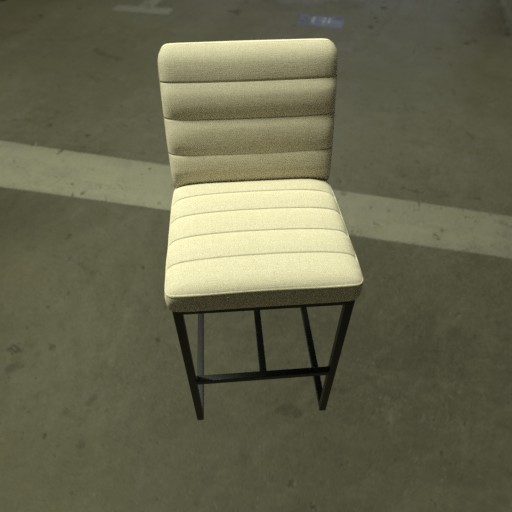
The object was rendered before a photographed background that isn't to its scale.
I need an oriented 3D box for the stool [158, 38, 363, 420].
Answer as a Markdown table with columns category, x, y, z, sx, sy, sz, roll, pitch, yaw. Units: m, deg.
| category | x | y | z | sx | sy | sz | roll | pitch | yaw |
| --- | --- | --- | --- | --- | --- | --- | --- | --- | --- |
| stool | 0.000 | 0.000 | 1.307 | 0.460 | 1.040 | 0.560 | -3 | 46 | -3 |
